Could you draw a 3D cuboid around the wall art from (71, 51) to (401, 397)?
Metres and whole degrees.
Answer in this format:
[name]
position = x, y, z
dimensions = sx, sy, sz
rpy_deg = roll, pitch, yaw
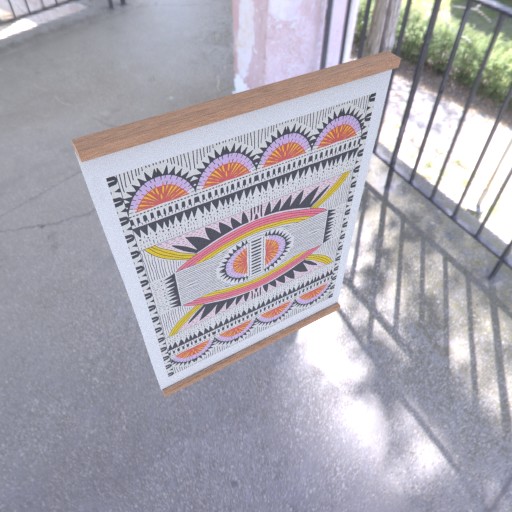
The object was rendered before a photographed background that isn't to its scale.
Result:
[wall art]
position = 0.000, 0.000, 0.783
dimensions = 0.456, 0.609, 0.028
rpy_deg = -23, 52, -19
